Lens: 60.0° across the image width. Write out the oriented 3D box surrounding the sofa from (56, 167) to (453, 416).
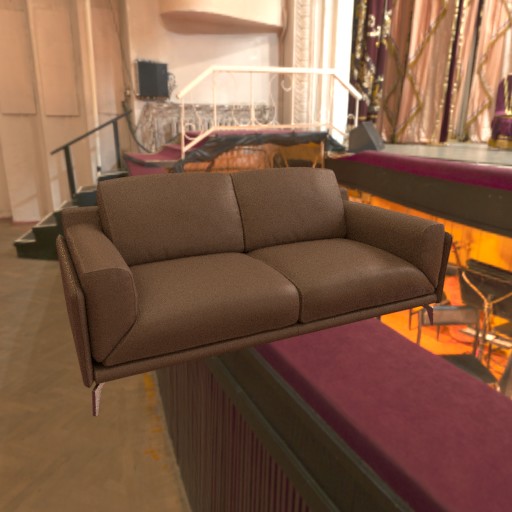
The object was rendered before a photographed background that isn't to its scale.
[{"bbox_3d":[0.000,0.000,2.620,2.101,0.930,1.049,-8,18,-25],"label":"sofa"}]
